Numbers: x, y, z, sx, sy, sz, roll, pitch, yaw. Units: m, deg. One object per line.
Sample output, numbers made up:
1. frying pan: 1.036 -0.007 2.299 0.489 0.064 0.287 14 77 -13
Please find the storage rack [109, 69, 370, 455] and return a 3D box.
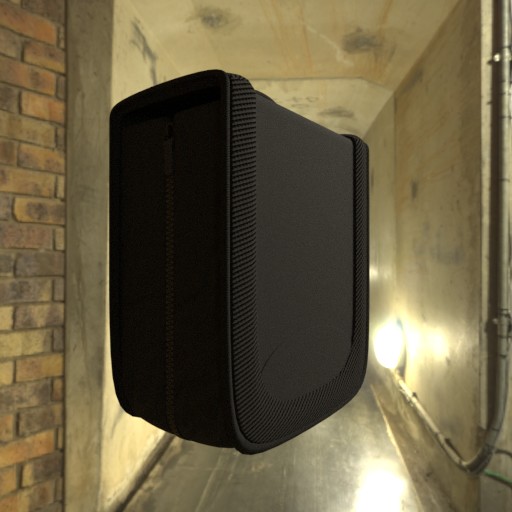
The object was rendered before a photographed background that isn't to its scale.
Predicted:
1. storage rack: 0.000 0.000 0.531 0.168 0.387 0.297 0 0 37
